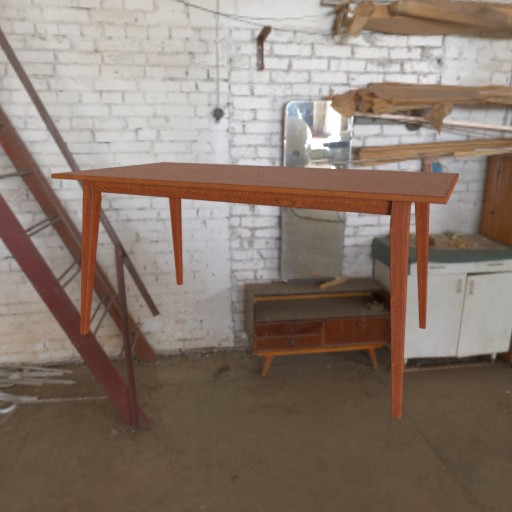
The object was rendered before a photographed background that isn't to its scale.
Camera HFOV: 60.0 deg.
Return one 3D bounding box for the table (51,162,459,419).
[{"bbox_3d":[0.000,0.000,2.055,1.609,0.755,0.811,8,18,25],"label":"table"}]
